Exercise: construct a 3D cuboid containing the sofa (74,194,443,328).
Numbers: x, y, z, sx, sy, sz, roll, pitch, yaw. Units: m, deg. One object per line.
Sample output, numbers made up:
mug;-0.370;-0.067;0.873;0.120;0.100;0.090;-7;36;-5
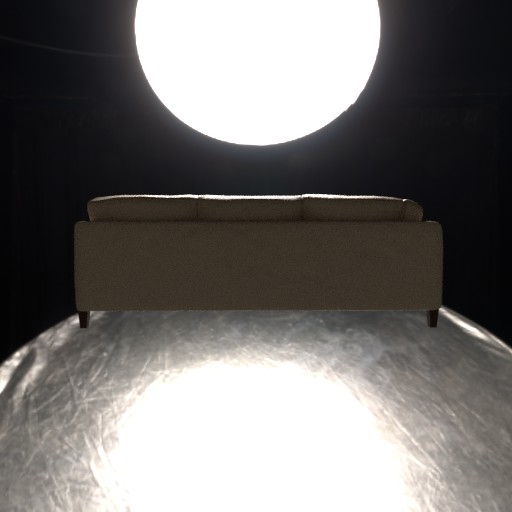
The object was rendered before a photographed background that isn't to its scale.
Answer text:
sofa;0.000;0.000;4.678;2.593;0.947;3.302;0;1;-1
